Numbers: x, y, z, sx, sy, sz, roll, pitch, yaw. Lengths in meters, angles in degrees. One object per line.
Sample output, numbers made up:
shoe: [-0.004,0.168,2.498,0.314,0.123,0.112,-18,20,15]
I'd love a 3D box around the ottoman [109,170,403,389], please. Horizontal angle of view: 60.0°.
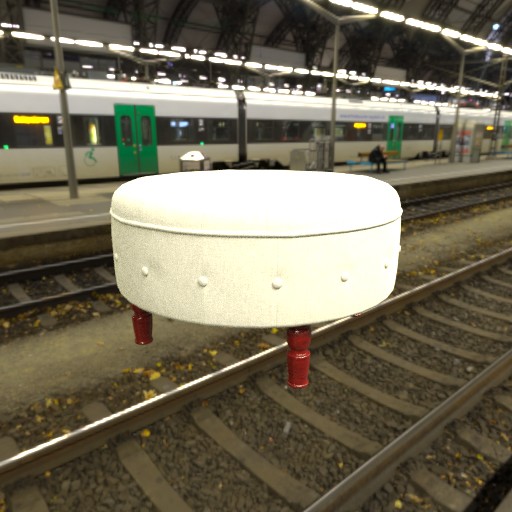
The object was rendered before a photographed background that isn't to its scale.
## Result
ottoman: [0.000,0.000,1.392,0.850,0.483,0.850,0,15,0]
